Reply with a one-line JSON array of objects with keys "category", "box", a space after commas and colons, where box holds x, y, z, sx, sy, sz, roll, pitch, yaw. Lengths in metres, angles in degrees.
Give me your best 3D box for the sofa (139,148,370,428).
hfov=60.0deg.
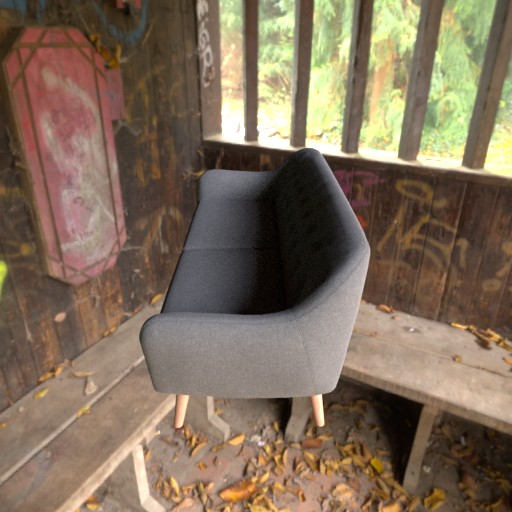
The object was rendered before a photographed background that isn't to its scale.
[{"category": "sofa", "box": [0.000, 0.000, 2.334, 0.820, 0.820, 1.840, 0, 27, 0]}]
